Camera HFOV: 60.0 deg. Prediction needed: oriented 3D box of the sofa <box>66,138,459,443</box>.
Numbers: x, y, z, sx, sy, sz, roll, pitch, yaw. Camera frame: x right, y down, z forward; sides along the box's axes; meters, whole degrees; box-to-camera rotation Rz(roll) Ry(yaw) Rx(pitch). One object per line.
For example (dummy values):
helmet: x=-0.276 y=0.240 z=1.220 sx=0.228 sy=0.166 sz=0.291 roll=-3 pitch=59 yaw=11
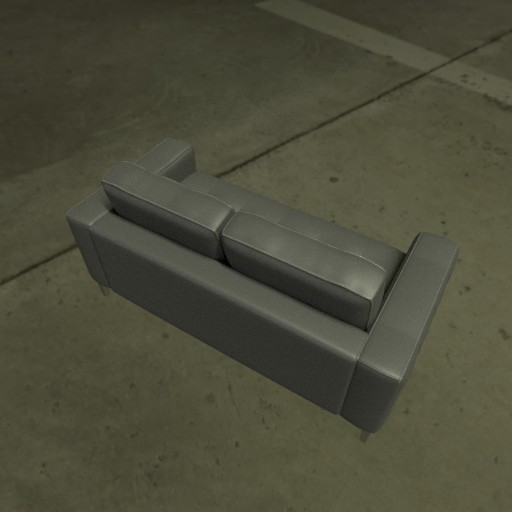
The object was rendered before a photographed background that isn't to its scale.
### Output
sofa: x=0.000 y=0.000 z=2.216 sx=1.726 sy=0.892 sz=0.833 roll=24 pitch=52 yaw=21
